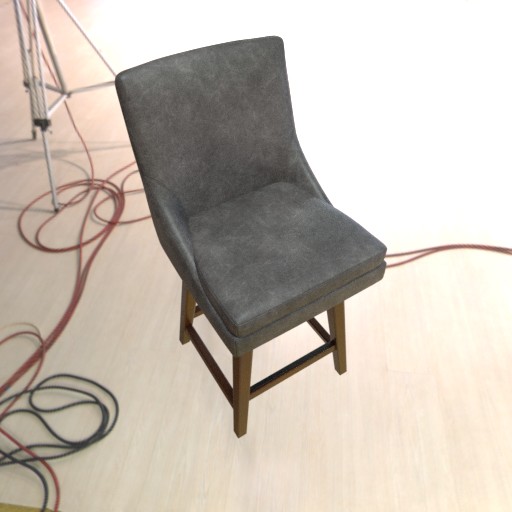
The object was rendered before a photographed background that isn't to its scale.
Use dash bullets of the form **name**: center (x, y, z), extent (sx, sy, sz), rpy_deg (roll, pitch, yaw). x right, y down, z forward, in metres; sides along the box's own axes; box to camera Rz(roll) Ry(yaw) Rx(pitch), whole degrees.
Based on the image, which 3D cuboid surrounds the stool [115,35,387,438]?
- **stool**: center (0.000, 0.000, 1.343), extent (0.492, 1.046, 0.587), rpy_deg (-24, 51, -22)
